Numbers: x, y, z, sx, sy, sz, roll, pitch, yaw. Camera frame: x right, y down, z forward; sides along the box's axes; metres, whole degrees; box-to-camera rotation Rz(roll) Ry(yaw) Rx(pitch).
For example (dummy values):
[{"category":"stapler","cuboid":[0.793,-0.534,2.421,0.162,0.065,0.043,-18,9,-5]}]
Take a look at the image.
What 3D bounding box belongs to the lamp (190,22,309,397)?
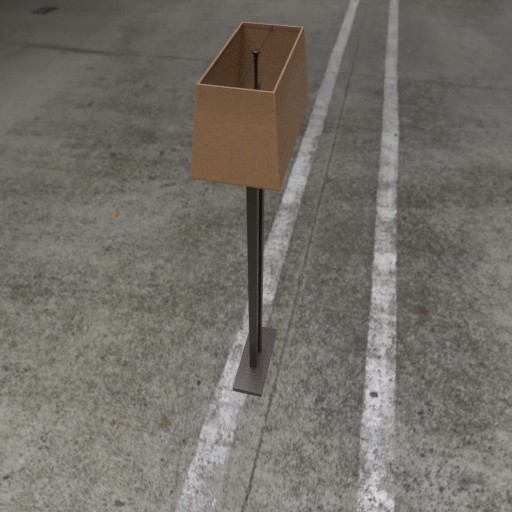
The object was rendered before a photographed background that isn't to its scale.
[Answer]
[{"category":"lamp","cuboid":[0.000,0.000,1.629,0.233,1.469,0.475,10,47,9]}]
